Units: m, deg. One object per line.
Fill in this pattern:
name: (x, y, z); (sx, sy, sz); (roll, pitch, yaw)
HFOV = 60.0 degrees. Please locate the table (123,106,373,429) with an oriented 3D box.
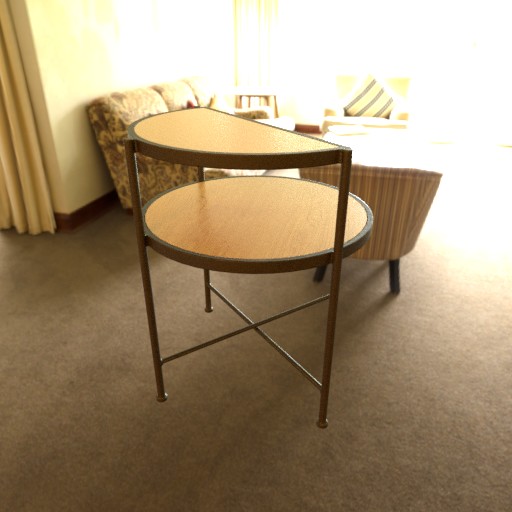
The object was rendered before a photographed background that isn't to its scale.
table: (0.000, 0.000, 1.171); (0.628, 0.684, 0.629); (-17, 31, -29)
